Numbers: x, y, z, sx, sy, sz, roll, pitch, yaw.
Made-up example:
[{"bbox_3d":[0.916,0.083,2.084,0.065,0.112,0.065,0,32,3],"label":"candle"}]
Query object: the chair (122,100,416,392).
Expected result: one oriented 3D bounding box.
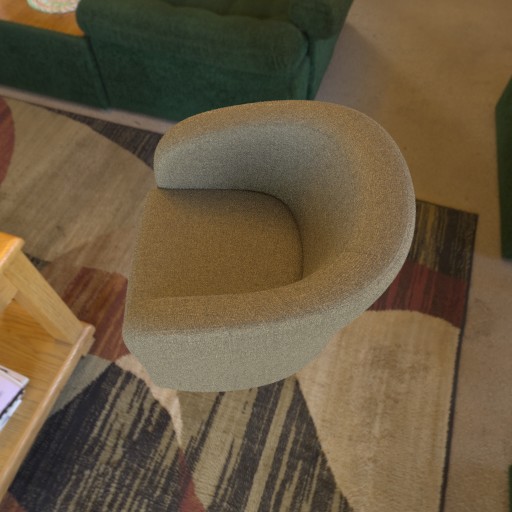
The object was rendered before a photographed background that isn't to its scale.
[{"bbox_3d":[0.000,0.000,1.458,0.815,0.771,0.791,1,58,0],"label":"chair"}]
